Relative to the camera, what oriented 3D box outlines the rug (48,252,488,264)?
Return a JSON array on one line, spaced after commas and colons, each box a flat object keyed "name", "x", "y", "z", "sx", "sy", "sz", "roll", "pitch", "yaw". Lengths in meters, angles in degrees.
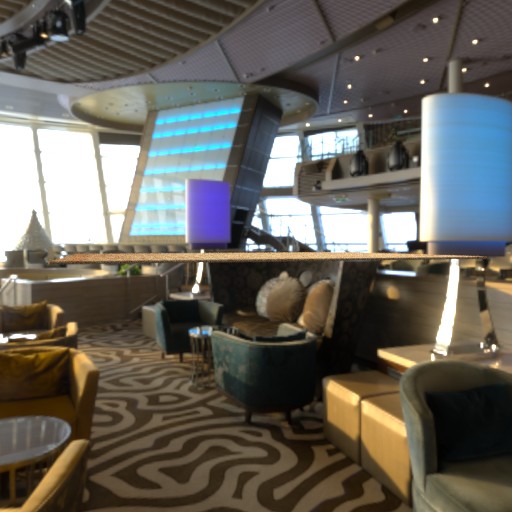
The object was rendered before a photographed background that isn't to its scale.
[{"name": "rug", "x": 0.000, "y": 0.000, "z": 2.311, "sx": 1.829, "sy": 0.011, "sz": 1.219, "roll": 0, "pitch": 2, "yaw": -18}]
